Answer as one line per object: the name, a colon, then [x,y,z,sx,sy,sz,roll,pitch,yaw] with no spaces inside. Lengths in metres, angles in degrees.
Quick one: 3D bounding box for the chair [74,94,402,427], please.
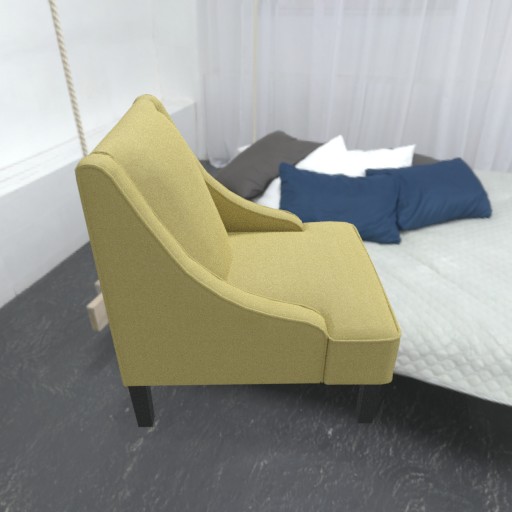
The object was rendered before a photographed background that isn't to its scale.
chair: [0.000,0.000,1.471,0.814,0.896,0.696,-1,32,-1]
